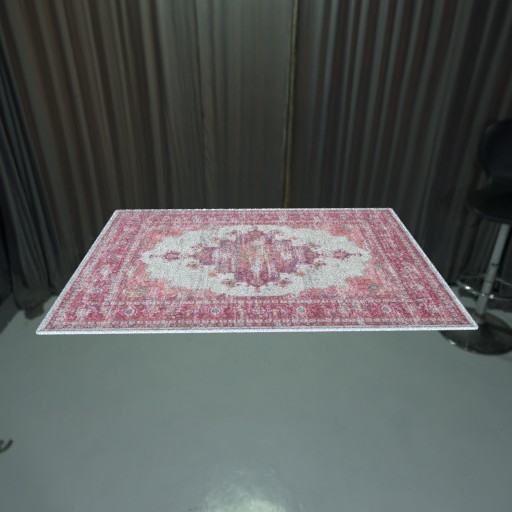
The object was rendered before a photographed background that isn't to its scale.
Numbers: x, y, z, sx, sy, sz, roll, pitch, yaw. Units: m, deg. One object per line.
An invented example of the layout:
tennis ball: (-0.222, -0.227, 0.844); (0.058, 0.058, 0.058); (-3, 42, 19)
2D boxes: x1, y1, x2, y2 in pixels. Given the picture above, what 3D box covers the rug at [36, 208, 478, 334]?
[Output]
rug: (0.000, 0.000, 2.275); (1.747, 0.011, 1.217); (0, 29, -1)
